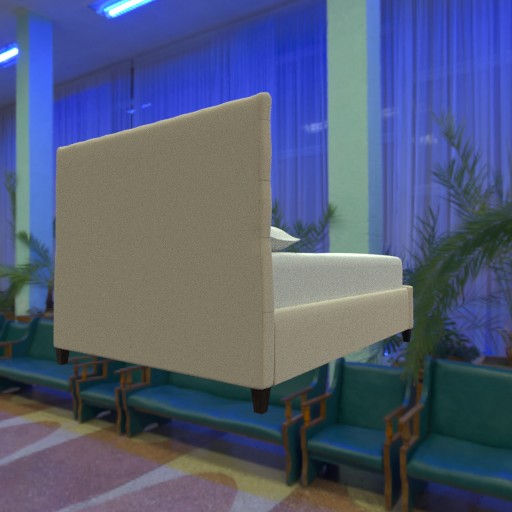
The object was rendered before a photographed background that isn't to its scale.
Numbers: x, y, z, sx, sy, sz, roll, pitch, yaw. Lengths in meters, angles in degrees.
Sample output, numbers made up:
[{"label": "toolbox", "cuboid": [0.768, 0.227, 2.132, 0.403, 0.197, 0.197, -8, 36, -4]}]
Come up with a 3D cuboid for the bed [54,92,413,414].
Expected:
[{"label": "bed", "cuboid": [0.000, 0.000, 3.316, 1.696, 1.426, 2.233, 0, -1, 36]}]
